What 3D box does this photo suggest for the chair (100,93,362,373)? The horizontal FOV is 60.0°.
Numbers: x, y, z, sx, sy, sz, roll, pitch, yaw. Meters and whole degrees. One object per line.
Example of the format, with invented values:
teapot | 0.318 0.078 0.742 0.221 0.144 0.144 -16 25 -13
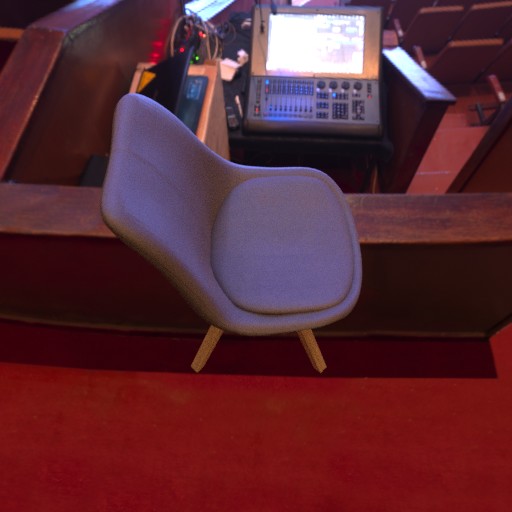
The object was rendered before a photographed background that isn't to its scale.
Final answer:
chair | 0.000 0.000 1.186 0.547 0.865 0.483 -1 63 -1
